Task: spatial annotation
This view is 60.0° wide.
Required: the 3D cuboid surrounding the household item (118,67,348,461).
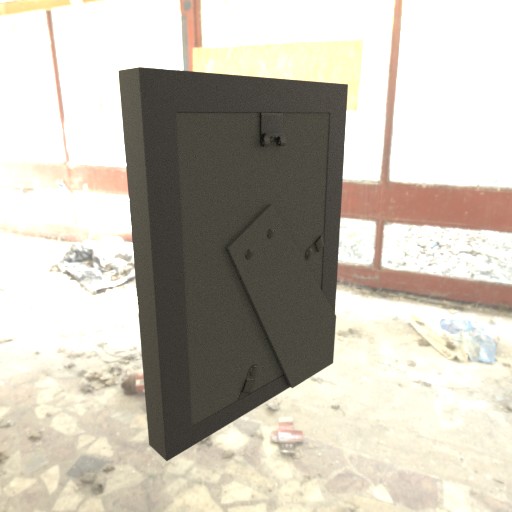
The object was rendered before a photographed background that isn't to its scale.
[{"bbox_3d":[0.000,0.000,0.237,0.133,0.178,0.022,-16,23,-42],"label":"household item"}]
